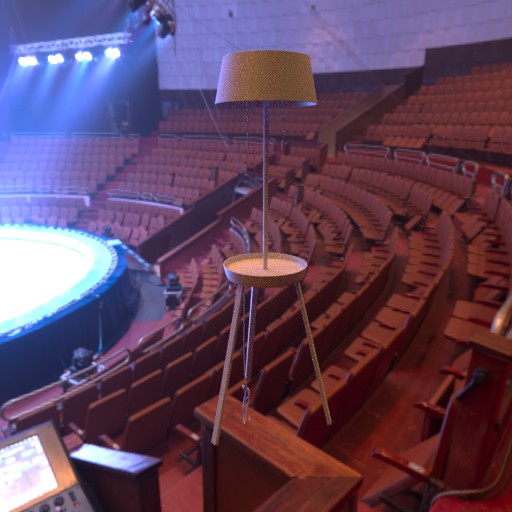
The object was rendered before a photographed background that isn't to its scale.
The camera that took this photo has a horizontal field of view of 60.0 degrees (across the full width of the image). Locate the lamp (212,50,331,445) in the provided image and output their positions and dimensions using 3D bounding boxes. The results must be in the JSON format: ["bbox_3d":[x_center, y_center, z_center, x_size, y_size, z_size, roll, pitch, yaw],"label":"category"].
[{"bbox_3d":[0.000,0.000,1.693,0.508,1.429,0.468,14,21,42],"label":"lamp"}]
